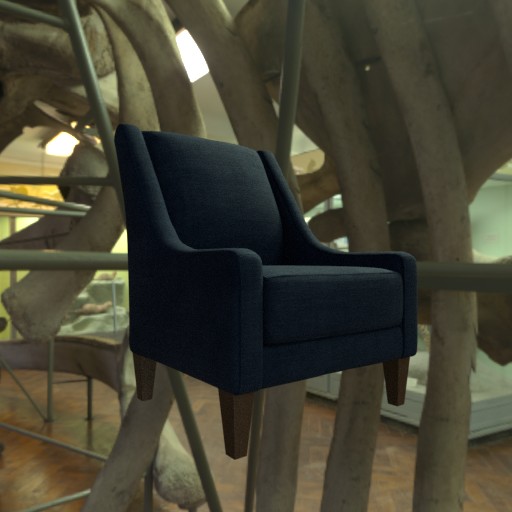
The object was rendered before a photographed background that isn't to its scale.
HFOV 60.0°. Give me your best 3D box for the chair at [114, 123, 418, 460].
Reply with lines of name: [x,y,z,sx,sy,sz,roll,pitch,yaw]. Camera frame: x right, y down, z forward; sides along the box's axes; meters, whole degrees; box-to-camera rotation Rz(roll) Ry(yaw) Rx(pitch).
chair: [0.000,0.000,1.604,0.774,1.014,0.870,0,-1,-37]
